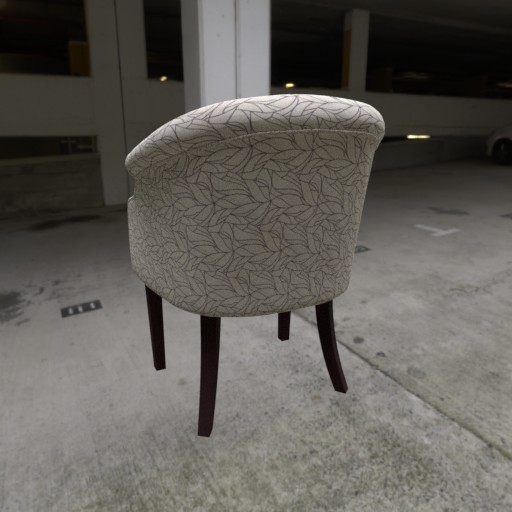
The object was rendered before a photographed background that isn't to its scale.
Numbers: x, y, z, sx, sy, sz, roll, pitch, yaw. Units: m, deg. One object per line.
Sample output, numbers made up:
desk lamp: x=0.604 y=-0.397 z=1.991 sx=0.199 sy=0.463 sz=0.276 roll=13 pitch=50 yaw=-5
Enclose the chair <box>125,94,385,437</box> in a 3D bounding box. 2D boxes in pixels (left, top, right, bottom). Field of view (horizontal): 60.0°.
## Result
chair: x=0.000 y=0.000 z=1.303 sx=0.686 sy=0.858 sz=0.613 roll=-8 pitch=17 yaw=-26
